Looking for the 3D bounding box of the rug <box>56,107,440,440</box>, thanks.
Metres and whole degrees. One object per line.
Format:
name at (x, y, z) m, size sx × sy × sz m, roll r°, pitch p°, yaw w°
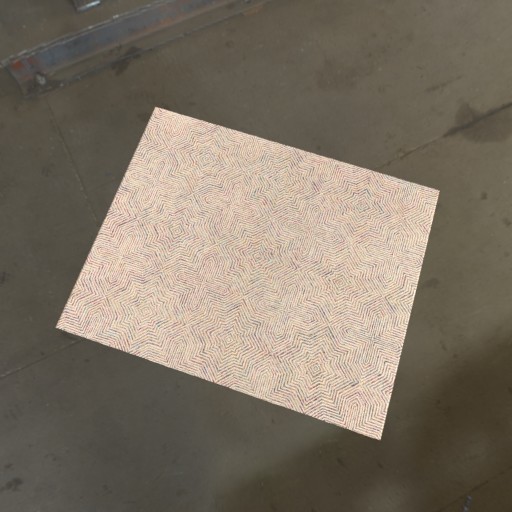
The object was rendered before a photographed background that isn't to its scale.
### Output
rug at (0.000, 0.000, 4.233) m, size 3.046 × 0.008 × 2.442 m, roll 18°, pitch 75°, yaw 5°
